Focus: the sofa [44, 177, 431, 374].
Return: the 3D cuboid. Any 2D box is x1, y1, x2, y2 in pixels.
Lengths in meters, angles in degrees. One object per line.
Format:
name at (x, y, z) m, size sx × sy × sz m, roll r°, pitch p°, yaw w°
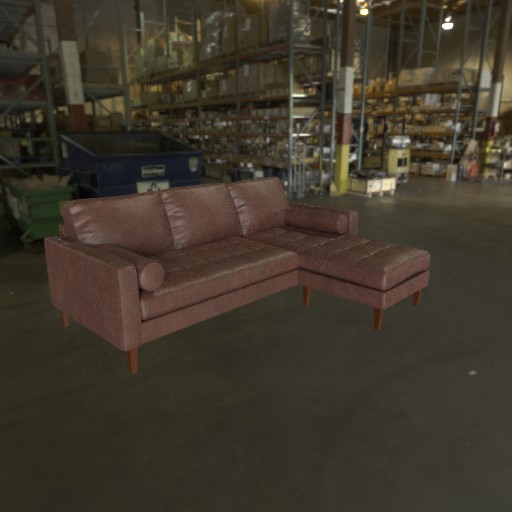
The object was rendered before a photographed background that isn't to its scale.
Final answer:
sofa at (0.000, 0.000, 2.998) m, size 1.613 × 0.841 × 2.185 m, roll 15°, pitch 22°, yaw 42°
